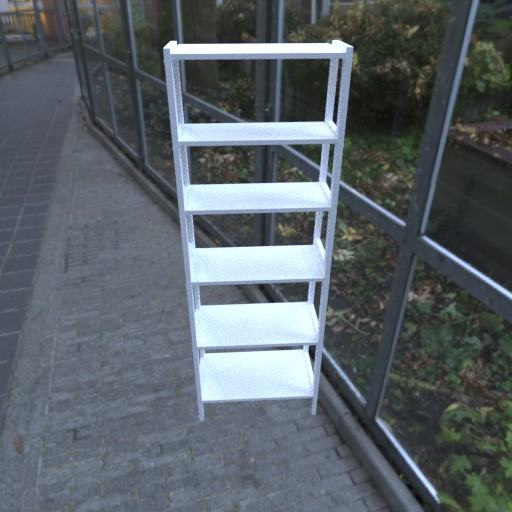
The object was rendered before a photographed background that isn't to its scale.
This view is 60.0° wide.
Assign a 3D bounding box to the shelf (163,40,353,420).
[{"bbox_3d":[0.000,0.000,2.167,0.660,1.892,0.381,-2,31,-3],"label":"shelf"}]
